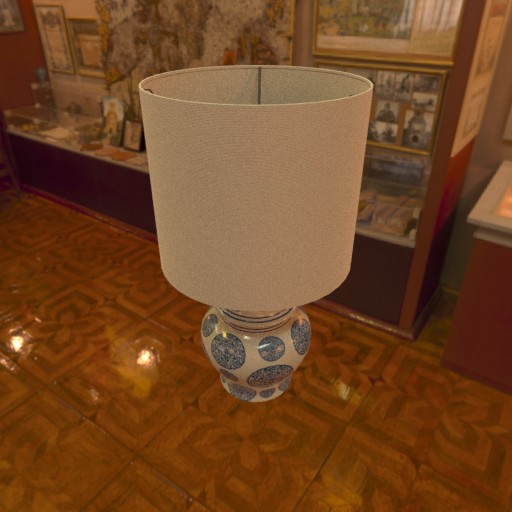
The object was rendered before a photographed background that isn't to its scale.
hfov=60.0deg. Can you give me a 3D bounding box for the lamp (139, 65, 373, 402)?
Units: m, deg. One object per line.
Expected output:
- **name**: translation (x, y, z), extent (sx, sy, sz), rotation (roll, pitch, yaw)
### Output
- **lamp**: translation (0.000, 0.000, 0.512), extent (0.215, 0.381, 0.215), rotation (21, 37, 32)
